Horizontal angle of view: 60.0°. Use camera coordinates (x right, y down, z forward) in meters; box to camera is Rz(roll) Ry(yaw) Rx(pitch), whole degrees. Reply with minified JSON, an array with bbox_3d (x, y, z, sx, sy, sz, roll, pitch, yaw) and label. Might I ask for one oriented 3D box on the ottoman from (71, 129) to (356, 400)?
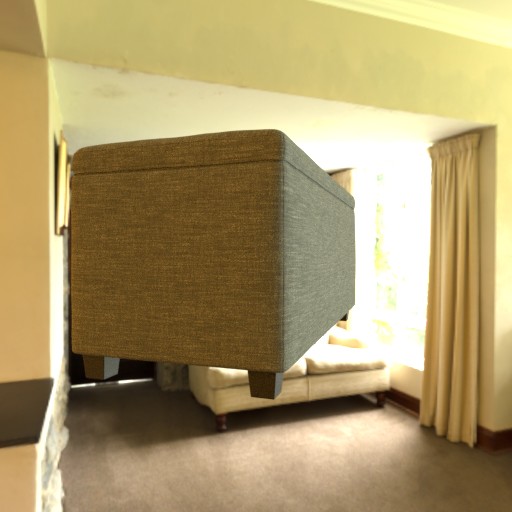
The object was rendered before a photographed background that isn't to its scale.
[{"bbox_3d":[0.000,0.000,1.135,0.419,0.432,0.902,0,1,19],"label":"ottoman"}]
